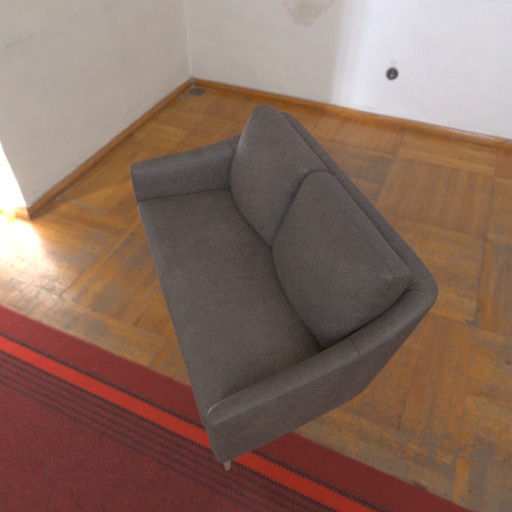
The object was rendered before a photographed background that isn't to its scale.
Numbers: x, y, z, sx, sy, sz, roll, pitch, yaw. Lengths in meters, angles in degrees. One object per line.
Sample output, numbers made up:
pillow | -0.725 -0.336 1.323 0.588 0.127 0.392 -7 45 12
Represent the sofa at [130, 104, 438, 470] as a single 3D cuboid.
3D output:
sofa | 0.000 0.000 2.195 0.960 0.902 1.619 -15 48 -14
